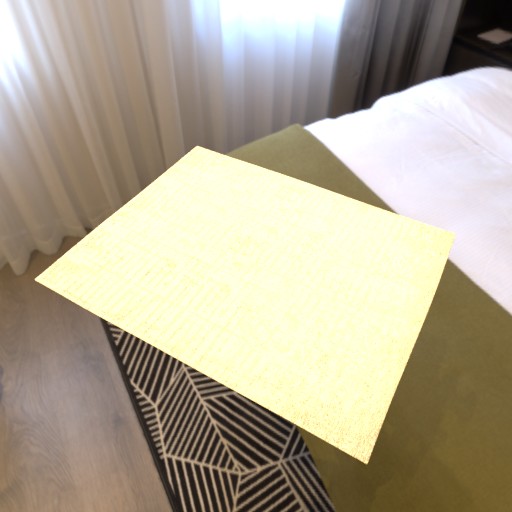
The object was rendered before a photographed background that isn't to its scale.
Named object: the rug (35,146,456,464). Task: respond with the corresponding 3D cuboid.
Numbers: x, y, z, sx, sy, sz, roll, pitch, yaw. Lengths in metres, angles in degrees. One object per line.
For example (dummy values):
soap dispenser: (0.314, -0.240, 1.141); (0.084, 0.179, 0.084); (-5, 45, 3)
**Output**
rug: (0.000, 0.000, 4.058); (3.061, 0.014, 2.447); (23, 51, 20)
